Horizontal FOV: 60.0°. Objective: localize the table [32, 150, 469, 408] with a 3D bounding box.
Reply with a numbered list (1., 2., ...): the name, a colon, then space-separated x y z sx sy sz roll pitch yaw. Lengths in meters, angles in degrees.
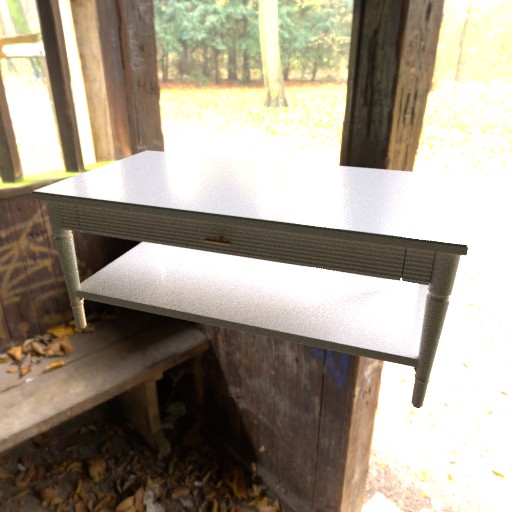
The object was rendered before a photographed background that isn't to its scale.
1. table: 0.000 0.000 1.347 1.067 0.457 0.559 9 26 18
